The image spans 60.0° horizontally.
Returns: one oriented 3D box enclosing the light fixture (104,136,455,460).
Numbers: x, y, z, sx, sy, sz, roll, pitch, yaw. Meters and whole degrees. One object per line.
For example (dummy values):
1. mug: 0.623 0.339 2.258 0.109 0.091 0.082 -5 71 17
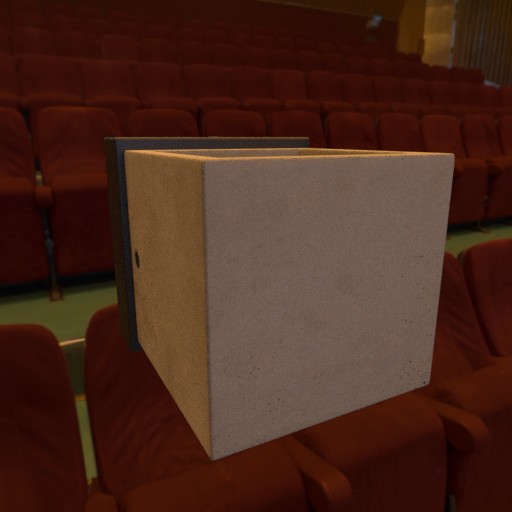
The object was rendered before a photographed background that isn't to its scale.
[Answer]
1. light fixture: 0.000 0.000 0.233 0.121 0.121 0.143 -8 17 -27
